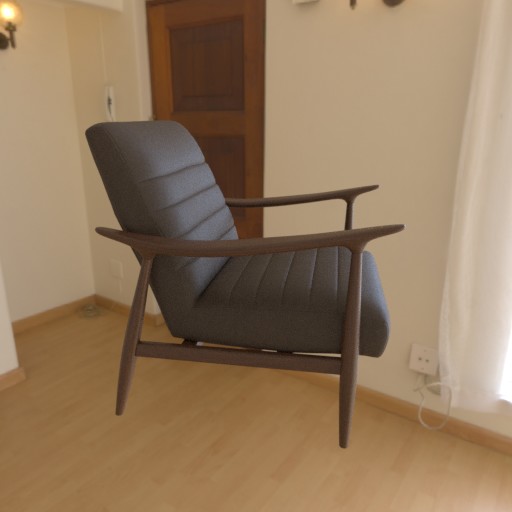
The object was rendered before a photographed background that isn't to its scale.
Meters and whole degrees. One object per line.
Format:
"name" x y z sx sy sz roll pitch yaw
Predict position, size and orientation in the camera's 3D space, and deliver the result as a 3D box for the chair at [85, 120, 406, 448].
"chair" 0.000 0.000 1.419 0.798 0.831 0.741 3 17 10
